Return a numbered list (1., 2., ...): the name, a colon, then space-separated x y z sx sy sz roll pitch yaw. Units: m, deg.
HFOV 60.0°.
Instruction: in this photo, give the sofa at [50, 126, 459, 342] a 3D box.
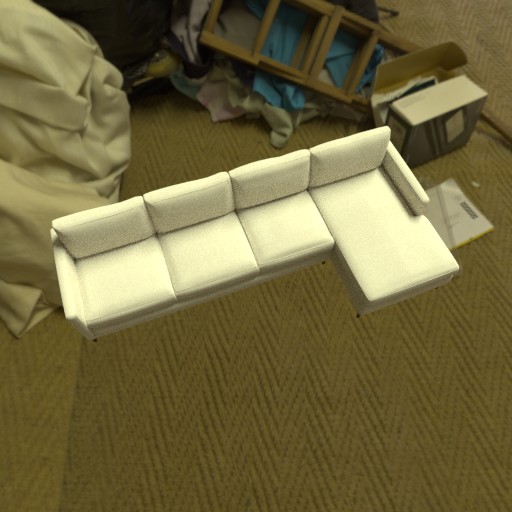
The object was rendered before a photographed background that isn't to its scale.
1. sofa: 0.000 0.000 2.926 2.445 0.677 1.126 -18 63 -9
